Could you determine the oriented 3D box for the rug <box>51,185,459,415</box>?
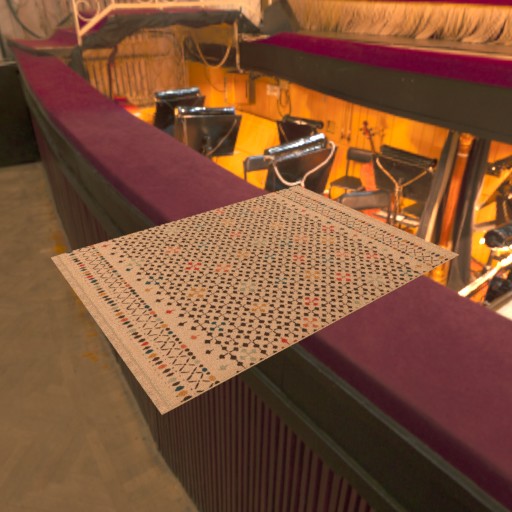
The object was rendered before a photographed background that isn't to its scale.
[{"bbox_3d":[0.000,0.000,2.098,1.556,0.006,1.146,-21,36,-32],"label":"rug"}]
